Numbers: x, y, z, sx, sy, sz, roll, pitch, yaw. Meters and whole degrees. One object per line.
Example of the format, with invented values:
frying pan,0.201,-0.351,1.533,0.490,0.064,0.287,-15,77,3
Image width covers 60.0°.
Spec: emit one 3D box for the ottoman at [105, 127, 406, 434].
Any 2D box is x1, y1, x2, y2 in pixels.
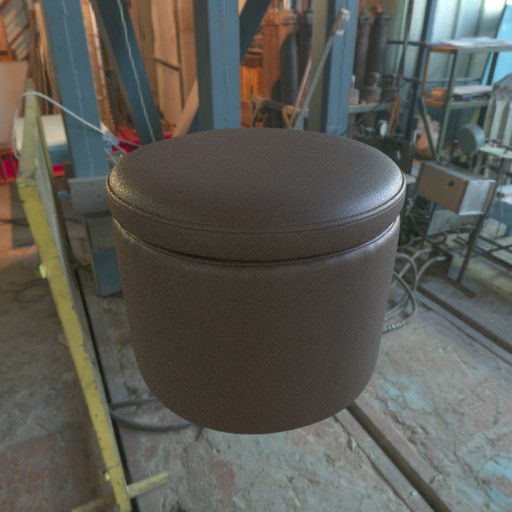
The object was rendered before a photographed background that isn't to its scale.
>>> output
ottoman,0.000,0.000,0.841,0.500,0.409,0.500,0,28,0
